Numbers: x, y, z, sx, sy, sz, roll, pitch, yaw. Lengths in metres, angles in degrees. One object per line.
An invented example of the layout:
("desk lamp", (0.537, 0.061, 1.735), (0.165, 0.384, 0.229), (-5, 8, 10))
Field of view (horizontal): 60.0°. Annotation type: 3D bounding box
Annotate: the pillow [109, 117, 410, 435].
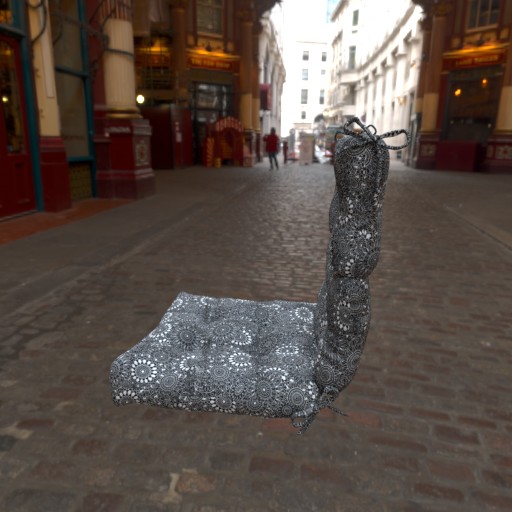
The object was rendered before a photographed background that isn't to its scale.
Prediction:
("pillow", (0.000, 0.000, 1.040), (0.571, 0.605, 0.519), (2, 15, 8))
